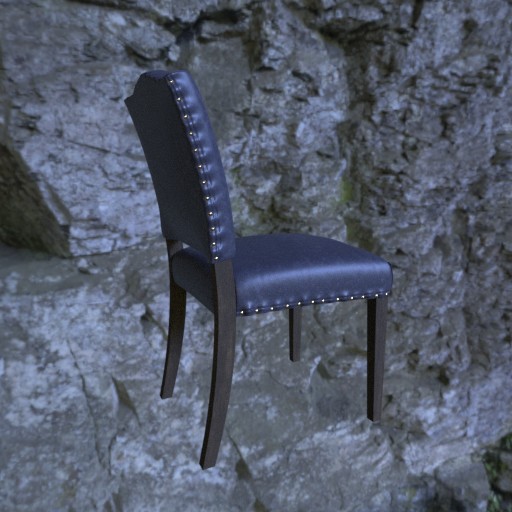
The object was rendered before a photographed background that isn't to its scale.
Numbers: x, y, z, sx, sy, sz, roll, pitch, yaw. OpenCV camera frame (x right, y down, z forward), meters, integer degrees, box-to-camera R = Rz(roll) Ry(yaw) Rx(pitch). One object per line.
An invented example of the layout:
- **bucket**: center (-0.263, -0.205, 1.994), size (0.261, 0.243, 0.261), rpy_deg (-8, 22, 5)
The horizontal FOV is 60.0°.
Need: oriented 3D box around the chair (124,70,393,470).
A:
- **chair**: center (0.000, 0.000, 1.321), size (0.633, 0.991, 0.500), rpy_deg (-6, 14, -27)
